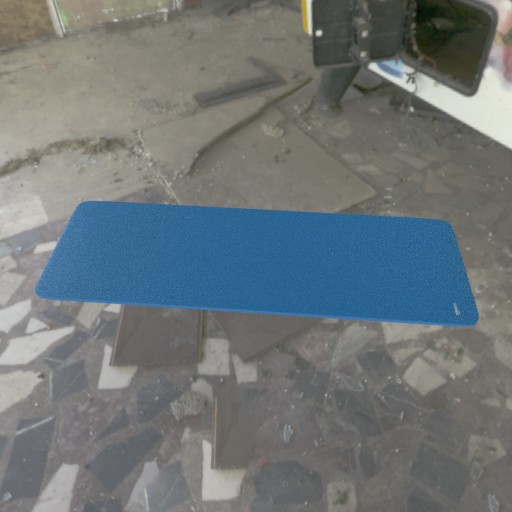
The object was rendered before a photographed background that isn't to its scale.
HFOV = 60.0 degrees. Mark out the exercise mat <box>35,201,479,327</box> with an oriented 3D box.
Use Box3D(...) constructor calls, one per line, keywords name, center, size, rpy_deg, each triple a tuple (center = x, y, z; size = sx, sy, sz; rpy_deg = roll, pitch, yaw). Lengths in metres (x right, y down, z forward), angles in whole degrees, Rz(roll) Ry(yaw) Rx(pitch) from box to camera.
Box3D(name="exercise mat", center=(0.000, 0.000, 2.022), size=(1.869, 0.021, 0.616), rpy_deg=(3, 48, 3))
